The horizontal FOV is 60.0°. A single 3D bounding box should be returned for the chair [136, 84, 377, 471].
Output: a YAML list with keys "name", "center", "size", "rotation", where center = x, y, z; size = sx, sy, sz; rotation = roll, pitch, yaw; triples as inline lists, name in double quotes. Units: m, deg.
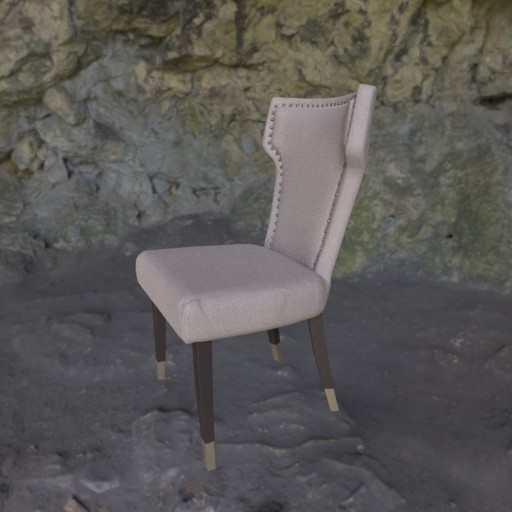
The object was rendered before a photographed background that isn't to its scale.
- name: "chair"
  center: [0.000, 0.000, 1.343]
  size: [0.630, 0.955, 0.526]
  rotation: [-7, 17, -25]
